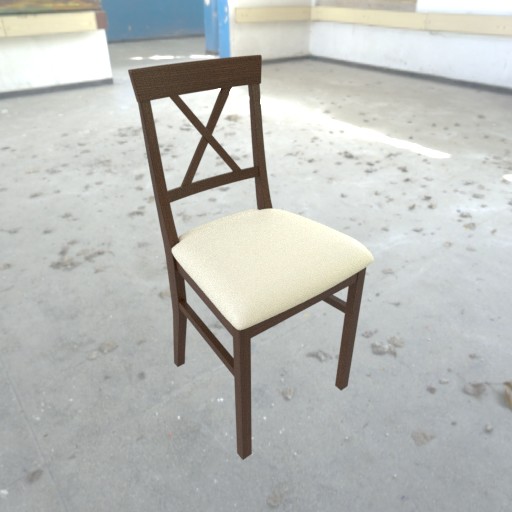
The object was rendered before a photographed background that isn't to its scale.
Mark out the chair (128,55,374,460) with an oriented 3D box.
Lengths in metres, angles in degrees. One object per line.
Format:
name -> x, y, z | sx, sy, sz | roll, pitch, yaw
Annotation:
chair -> 0.000, 0.000, 1.183 | 0.440, 0.913, 0.480 | -23, 39, -31
